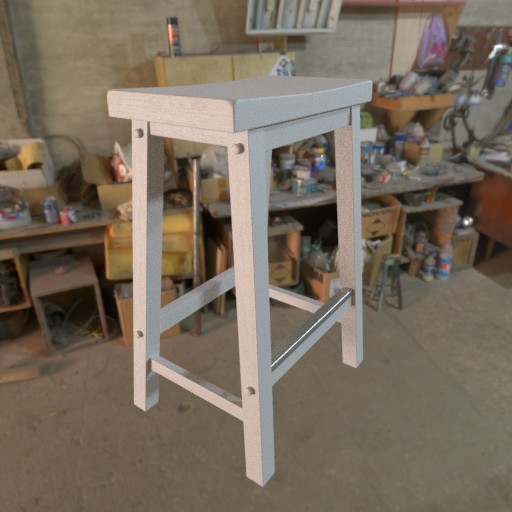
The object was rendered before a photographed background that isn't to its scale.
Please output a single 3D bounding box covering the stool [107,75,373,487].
[{"bbox_3d":[0.000,0.000,0.840,0.322,0.610,0.406,17,30,32],"label":"stool"}]
